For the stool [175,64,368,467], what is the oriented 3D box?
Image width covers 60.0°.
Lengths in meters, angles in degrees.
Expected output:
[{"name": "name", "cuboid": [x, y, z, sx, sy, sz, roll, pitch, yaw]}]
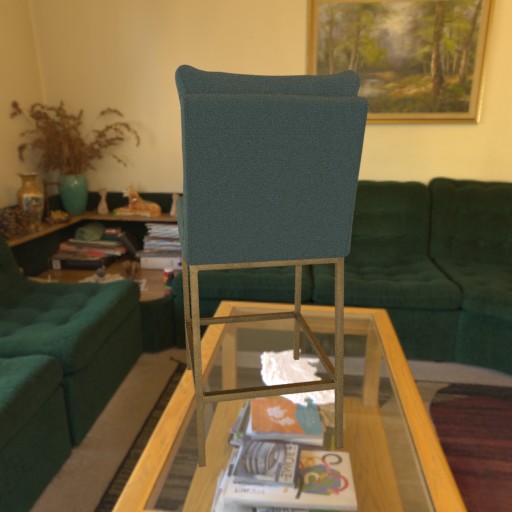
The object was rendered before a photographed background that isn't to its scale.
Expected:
[{"name": "stool", "cuboid": [0.000, 0.000, 1.359, 0.463, 1.032, 0.568, -3, 17, -10]}]
